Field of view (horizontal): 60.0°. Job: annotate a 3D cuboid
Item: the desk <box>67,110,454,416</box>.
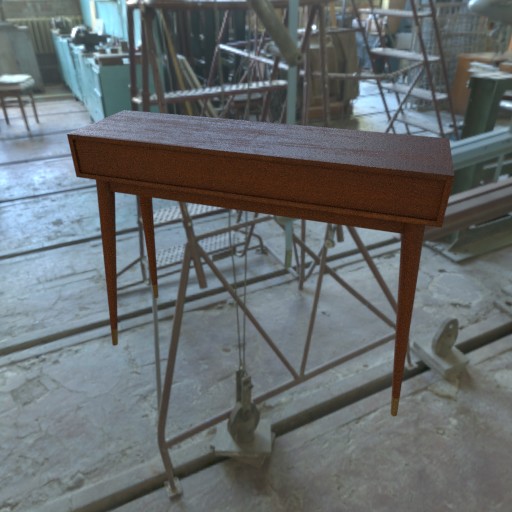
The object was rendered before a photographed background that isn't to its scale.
[{"bbox_3d":[0.000,0.000,1.685,1.204,0.917,0.384,10,33,16],"label":"desk"}]
